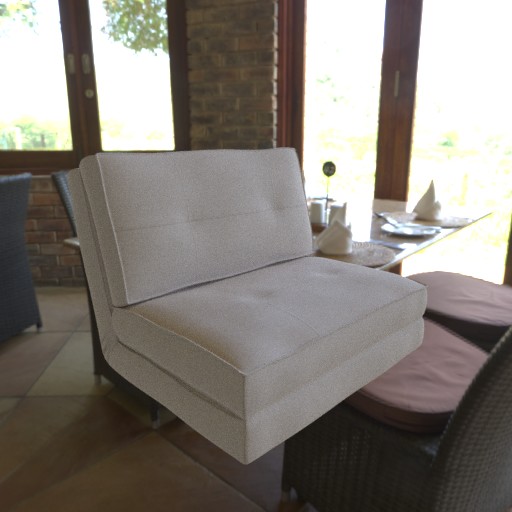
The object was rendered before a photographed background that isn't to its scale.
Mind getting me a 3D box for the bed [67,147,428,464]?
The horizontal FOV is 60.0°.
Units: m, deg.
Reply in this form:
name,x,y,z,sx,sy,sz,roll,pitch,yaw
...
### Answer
name,x,y,z,sx,sy,sz,roll,pitch,yaw
bed,0.000,0.000,1.312,0.799,0.614,0.749,-14,20,-43
